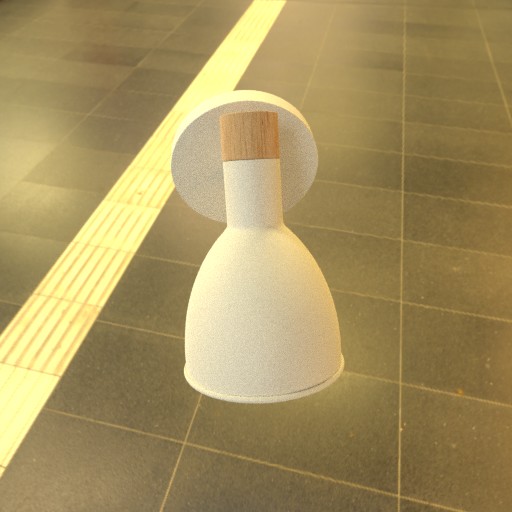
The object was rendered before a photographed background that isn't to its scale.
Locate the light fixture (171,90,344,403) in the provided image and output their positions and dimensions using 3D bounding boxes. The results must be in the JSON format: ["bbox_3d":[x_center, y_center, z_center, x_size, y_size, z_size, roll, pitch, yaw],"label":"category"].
[{"bbox_3d":[0.000,0.000,0.337,0.127,0.199,0.209,-4,46,-4],"label":"light fixture"}]
